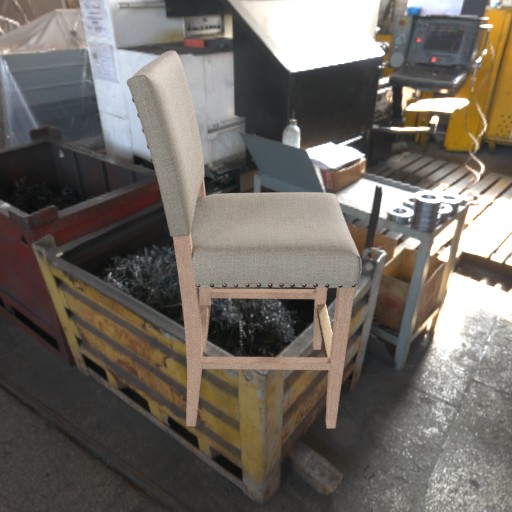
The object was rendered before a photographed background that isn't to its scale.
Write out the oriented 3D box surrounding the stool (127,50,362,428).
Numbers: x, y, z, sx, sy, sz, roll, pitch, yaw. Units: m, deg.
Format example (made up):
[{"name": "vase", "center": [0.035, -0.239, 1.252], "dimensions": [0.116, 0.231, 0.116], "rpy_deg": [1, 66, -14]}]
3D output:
[{"name": "stool", "center": [0.000, 0.000, 1.442], "dimensions": [0.585, 1.173, 0.445], "rpy_deg": [0, 31, 0]}]
